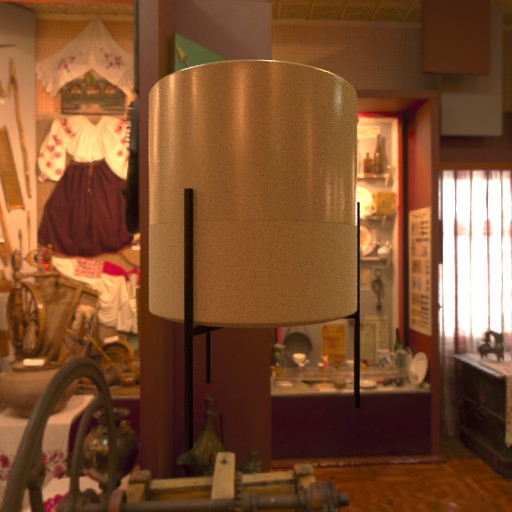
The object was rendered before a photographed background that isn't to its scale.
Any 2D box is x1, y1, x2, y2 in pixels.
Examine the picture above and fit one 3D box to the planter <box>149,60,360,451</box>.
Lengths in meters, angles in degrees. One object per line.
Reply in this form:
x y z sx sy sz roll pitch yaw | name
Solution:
0.000 0.000 0.687 0.323 0.475 0.314 0 0 -1 | planter
